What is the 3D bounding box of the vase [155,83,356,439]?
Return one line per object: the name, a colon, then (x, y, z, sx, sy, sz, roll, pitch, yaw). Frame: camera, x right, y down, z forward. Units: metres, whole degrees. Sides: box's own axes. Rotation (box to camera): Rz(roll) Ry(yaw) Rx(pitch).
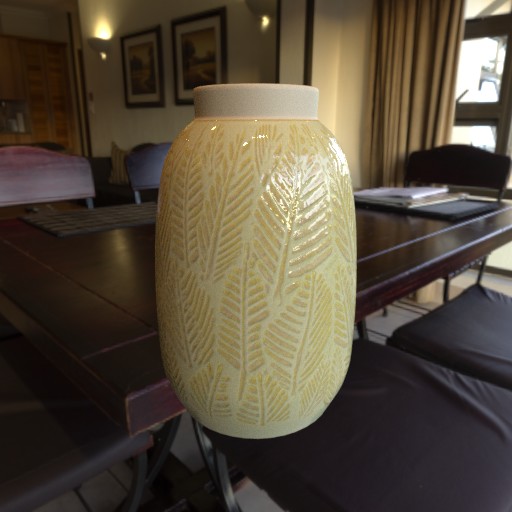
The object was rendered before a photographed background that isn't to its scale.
vase: (0.000, 0.000, 0.382, 0.172, 0.270, 0.172, 0, 16, 0)
